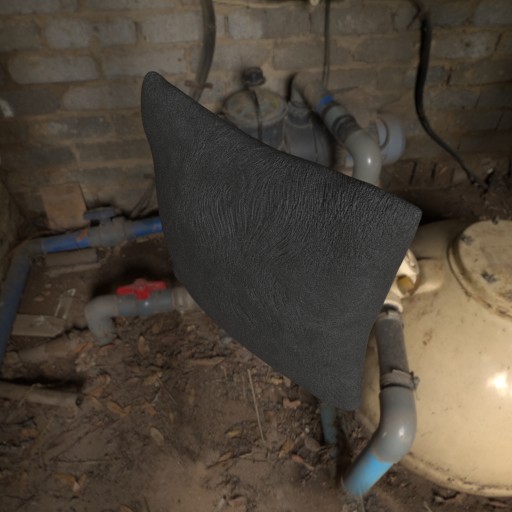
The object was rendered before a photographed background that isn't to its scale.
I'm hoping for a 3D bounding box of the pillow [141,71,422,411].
[{"bbox_3d":[0.000,0.000,0.801,0.533,0.523,0.210,34,55,28],"label":"pillow"}]
